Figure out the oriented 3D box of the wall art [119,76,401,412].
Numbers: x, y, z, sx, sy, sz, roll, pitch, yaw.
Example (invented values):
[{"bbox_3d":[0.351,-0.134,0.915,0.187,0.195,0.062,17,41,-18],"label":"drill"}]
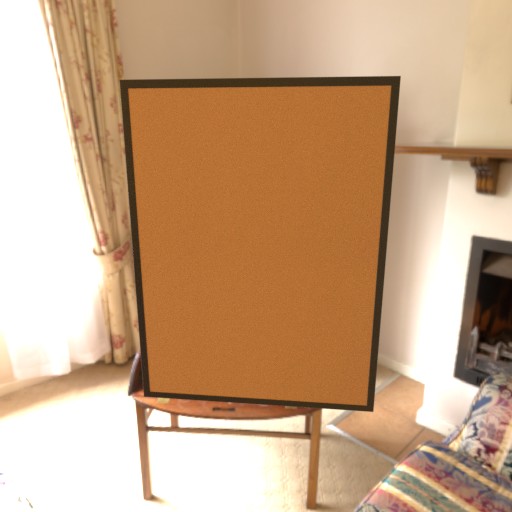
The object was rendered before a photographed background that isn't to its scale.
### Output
[{"bbox_3d":[0.000,0.000,1.419,0.804,1.061,0.039,2,16,6],"label":"wall art"}]
